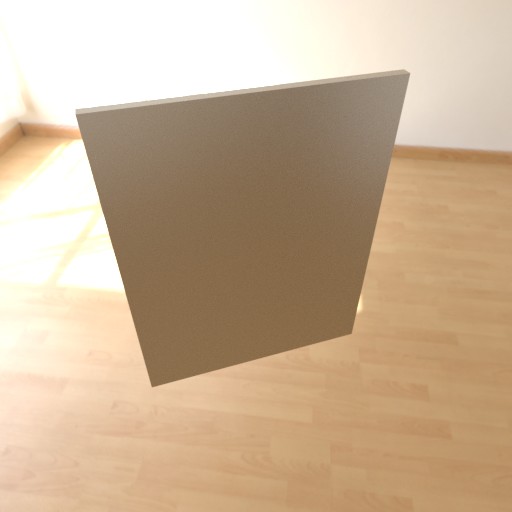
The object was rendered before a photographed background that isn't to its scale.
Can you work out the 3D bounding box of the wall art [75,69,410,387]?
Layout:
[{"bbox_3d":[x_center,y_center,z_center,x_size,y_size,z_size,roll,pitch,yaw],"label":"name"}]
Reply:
[{"bbox_3d":[0.000,0.000,1.391,0.816,1.046,0.030,-12,43,-13],"label":"wall art"}]
